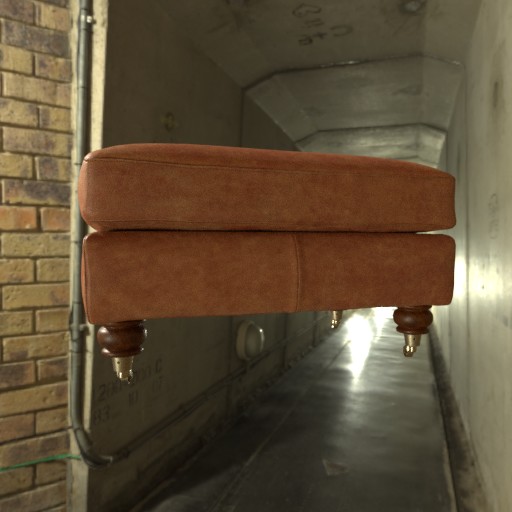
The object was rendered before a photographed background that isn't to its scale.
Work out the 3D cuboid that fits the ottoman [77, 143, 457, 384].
[{"bbox_3d":[0.000,0.000,1.167,0.852,0.507,0.565,-1,2,-18],"label":"ottoman"}]
